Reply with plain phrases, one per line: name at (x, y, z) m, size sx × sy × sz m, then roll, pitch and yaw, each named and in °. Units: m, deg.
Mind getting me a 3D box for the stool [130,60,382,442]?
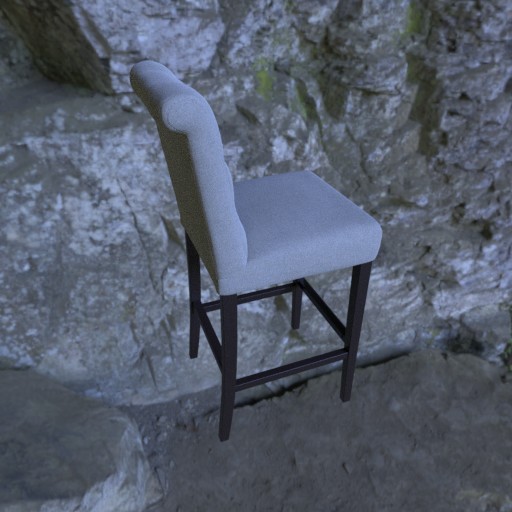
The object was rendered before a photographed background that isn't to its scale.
stool at (0.000, 0.000, 1.433) m, size 0.601 × 1.140 × 0.493 m, roll -12°, pitch 34°, yaw -18°
